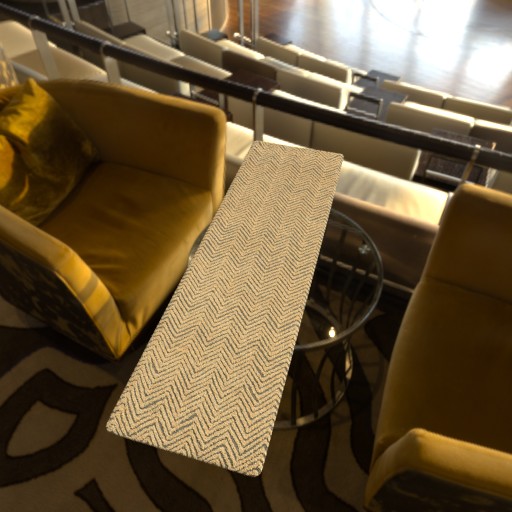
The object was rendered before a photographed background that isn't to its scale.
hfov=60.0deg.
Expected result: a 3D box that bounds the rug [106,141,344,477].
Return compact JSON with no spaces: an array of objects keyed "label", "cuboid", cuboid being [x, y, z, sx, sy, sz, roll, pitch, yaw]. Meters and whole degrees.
[{"label":"rug","cuboid":[0.000,0.000,2.552,0.686,0.008,2.286,12,48,11]}]
